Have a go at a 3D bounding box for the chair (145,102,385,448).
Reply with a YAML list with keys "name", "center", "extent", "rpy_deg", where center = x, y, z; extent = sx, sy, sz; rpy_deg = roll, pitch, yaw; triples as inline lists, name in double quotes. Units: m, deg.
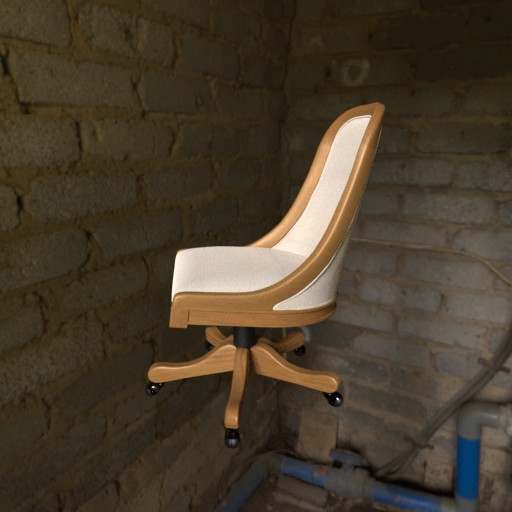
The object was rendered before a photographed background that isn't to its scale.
- name: "chair"
  center: [0.000, 0.000, 1.537]
  extent: [0.811, 1.009, 0.702]
  rpy_deg: [-2, 15, -8]
